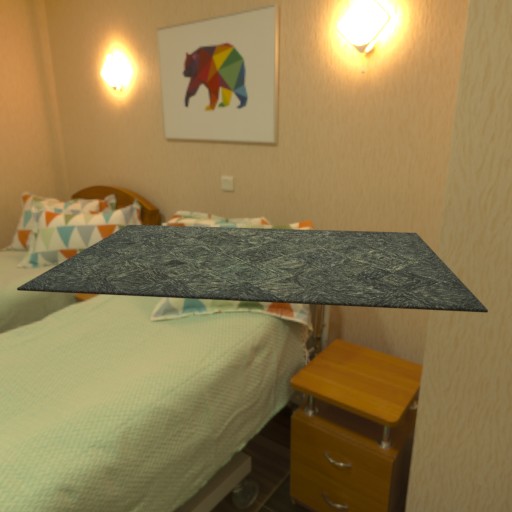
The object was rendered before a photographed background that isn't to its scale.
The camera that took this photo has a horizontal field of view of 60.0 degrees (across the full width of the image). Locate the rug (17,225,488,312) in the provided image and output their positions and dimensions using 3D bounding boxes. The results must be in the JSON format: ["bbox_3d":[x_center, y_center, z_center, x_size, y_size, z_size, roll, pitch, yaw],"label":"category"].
[{"bbox_3d":[0.000,0.000,2.872,2.330,0.017,1.478,2,17,7],"label":"rug"}]
